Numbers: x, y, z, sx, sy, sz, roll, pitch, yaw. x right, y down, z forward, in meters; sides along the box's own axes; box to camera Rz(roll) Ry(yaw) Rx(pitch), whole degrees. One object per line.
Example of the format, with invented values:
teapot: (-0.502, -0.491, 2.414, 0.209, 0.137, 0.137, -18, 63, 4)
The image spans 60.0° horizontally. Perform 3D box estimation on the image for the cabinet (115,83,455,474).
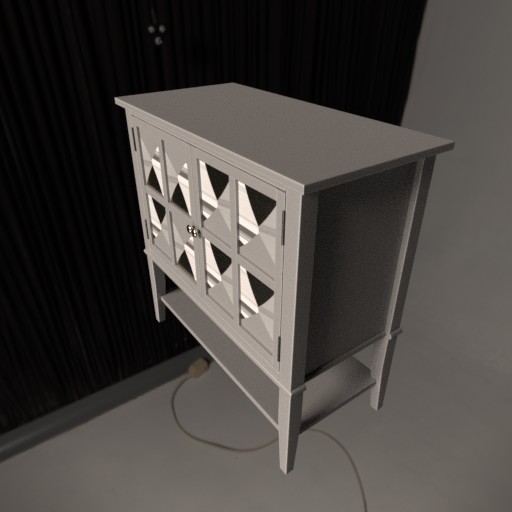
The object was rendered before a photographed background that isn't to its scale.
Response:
cabinet: (0.000, 0.000, 1.256, 0.396, 0.780, 0.801, -20, 36, -30)
